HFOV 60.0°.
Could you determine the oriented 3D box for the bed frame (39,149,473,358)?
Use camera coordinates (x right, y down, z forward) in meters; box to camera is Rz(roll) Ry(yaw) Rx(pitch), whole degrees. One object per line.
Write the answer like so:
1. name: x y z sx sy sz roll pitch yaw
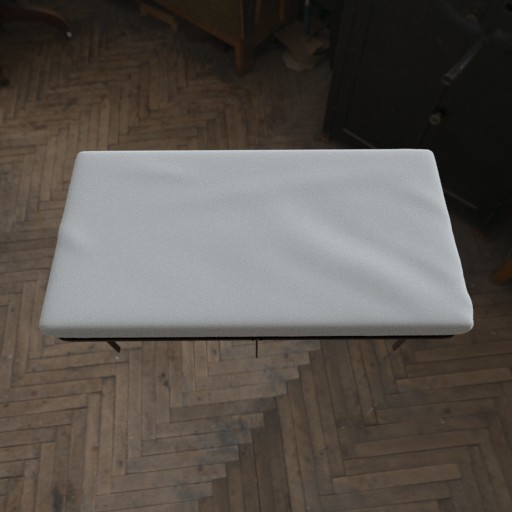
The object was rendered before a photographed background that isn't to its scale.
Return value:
1. bed frame: 0.000 0.000 2.353 1.903 0.619 0.989 0 63 0
